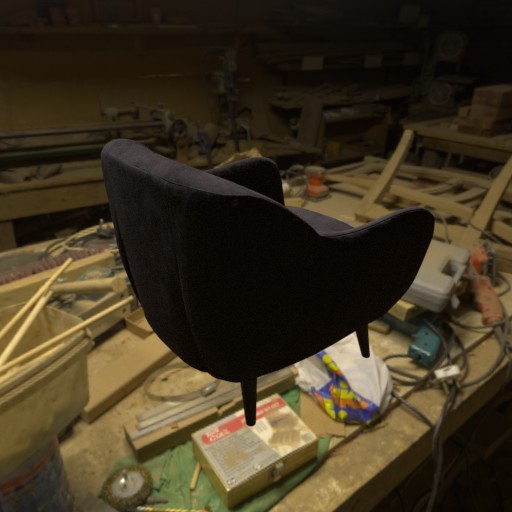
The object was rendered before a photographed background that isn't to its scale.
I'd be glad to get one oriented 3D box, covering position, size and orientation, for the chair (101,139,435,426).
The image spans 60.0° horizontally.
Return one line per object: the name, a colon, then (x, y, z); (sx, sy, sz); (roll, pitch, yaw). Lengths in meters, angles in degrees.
chair: (0.000, 0.000, 1.522); (0.819, 0.807, 0.840); (-19, 32, -33)
